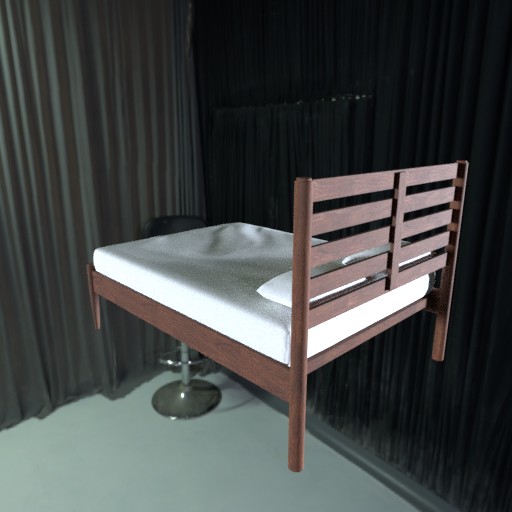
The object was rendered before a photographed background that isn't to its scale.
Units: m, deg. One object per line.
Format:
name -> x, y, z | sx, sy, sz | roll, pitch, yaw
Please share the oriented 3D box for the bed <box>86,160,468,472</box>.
bed -> 0.000, 0.000, 3.023 | 1.509, 1.304, 2.093 | -15, 21, -42
